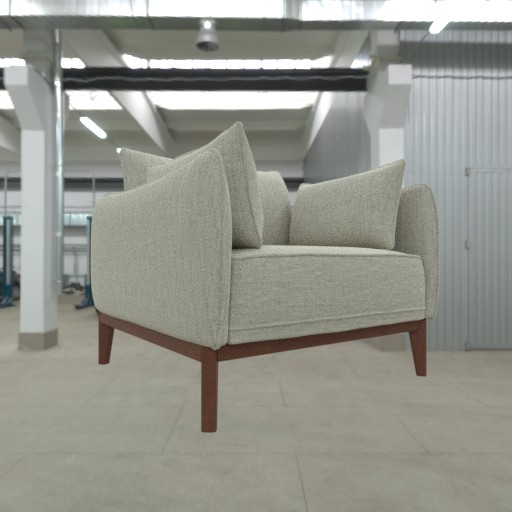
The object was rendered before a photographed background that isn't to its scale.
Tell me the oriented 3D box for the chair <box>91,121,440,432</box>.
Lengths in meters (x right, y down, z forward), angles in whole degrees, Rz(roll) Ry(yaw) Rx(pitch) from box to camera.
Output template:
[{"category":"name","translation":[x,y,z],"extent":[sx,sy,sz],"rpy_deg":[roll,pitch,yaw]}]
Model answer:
[{"category":"chair","translation":[0.000,0.000,1.672],"extent":[0.994,0.855,0.991],"rpy_deg":[0,0,-36]}]
